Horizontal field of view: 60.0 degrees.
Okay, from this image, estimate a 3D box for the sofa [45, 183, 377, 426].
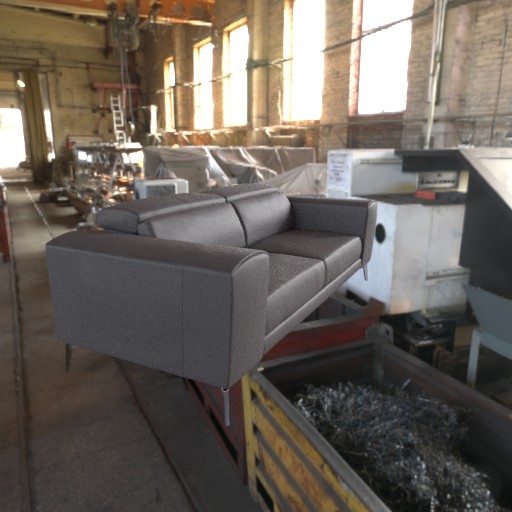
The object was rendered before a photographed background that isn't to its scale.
[{"bbox_3d":[0.000,0.000,2.878,1.048,0.814,2.330,7,16,27],"label":"sofa"}]
